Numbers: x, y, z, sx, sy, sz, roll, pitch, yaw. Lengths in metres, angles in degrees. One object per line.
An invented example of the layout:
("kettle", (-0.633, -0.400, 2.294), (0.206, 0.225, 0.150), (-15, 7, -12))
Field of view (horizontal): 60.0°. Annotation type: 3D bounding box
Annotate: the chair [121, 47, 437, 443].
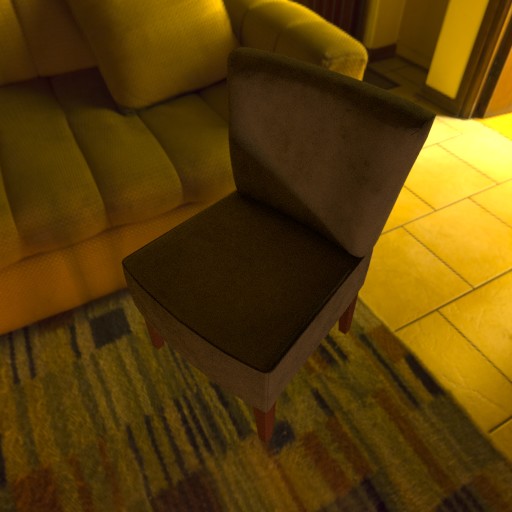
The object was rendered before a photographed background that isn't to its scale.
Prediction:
("chair", (0.000, 0.000, 1.152), (0.521, 0.806, 0.554), (32, 54, 27))
